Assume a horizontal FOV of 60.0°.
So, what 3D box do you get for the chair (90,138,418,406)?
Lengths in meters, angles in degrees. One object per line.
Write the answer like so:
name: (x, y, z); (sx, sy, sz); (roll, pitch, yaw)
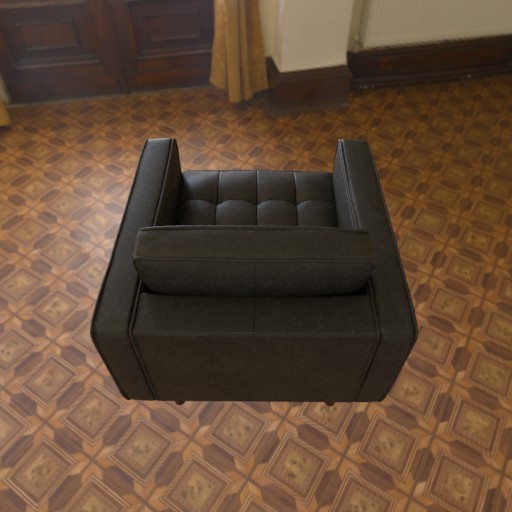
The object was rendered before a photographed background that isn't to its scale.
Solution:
chair: (0.000, 0.000, 1.599); (0.889, 0.763, 0.914); (0, 49, 0)
